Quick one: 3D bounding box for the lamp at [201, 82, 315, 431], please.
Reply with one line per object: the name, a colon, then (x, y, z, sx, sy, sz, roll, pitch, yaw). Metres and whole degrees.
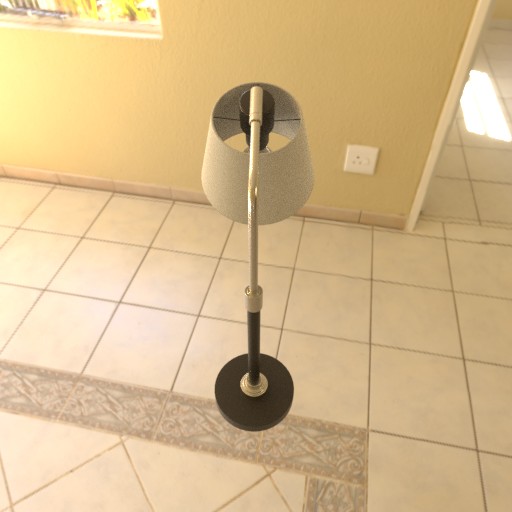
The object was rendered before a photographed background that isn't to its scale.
lamp: (0.000, 0.000, 0.716, 0.181, 0.539, 0.348, 1, 46, 1)
